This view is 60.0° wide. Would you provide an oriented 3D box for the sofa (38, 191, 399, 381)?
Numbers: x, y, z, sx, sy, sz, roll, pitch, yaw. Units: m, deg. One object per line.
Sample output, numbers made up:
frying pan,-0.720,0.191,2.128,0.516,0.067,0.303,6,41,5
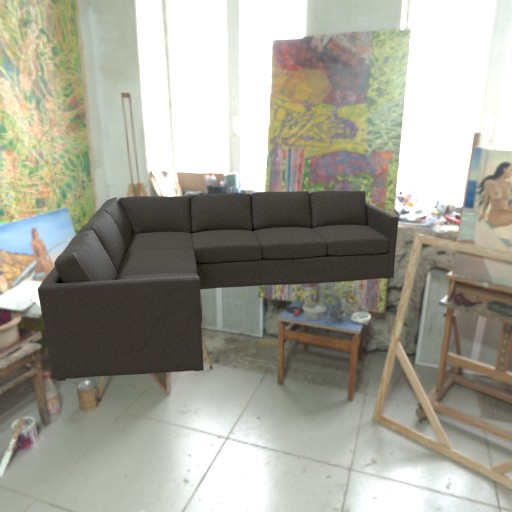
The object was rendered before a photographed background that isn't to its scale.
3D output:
sofa,0.000,0.000,4.211,3.182,0.871,2.432,-3,18,-9
